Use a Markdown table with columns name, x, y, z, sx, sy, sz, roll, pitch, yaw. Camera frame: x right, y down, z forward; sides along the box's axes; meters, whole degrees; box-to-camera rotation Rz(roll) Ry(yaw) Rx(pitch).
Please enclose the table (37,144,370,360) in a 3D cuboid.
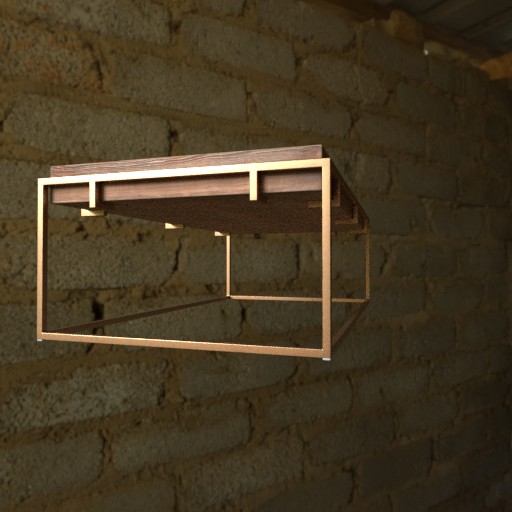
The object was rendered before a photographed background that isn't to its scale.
| name | x | y | z | sx | sy | sz | roll | pitch | yaw |
| --- | --- | --- | --- | --- | --- | --- | --- | --- | --- |
| table | 0.000 | 0.000 | 1.718 | 0.775 | 0.468 | 1.387 | 0 | -1 | 18 |
